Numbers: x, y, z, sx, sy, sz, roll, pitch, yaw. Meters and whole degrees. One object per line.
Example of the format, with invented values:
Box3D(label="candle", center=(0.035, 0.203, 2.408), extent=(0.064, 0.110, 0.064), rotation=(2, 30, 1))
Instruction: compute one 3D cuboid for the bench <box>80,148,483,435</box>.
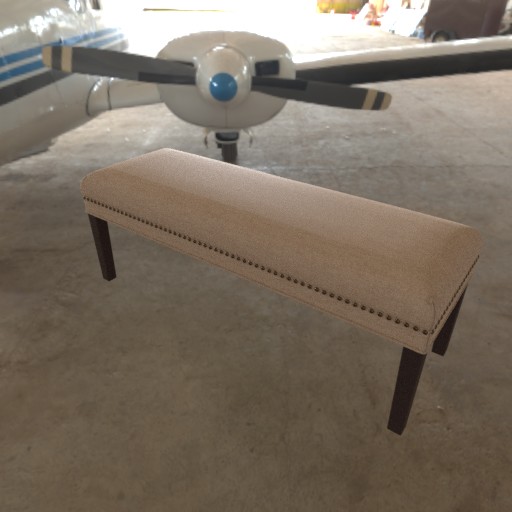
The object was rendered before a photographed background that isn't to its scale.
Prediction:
Box3D(label="bench", center=(0.000, 0.000, 1.442), extent=(1.219, 0.457, 0.410), rotation=(21, 37, 31))
